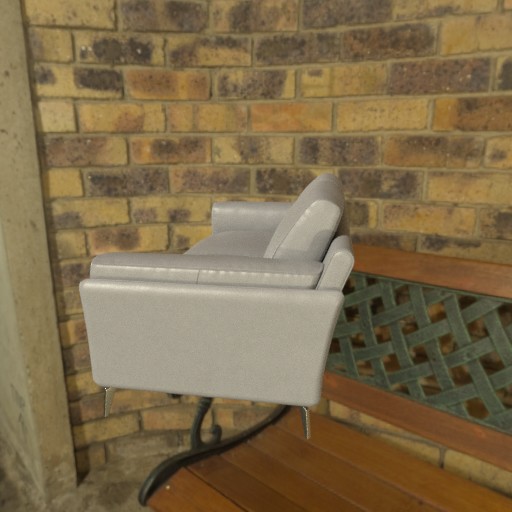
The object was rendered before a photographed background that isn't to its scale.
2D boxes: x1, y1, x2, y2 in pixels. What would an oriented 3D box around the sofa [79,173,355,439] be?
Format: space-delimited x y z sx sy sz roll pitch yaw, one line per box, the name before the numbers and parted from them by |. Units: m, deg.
sofa | 0.000 0.000 2.636 1.049 0.930 2.101 2 14 10
